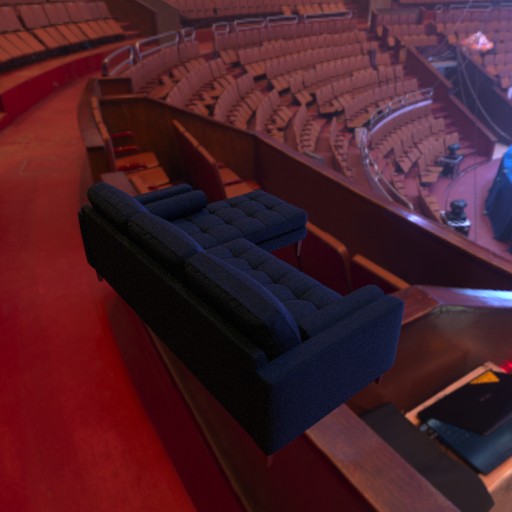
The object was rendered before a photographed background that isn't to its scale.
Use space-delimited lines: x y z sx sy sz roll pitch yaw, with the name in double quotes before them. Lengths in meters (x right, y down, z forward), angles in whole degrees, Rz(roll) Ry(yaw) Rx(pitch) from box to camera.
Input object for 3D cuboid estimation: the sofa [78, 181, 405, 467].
"sofa" 0.000 0.000 3.001 1.613 0.841 2.185 -22 37 -33
